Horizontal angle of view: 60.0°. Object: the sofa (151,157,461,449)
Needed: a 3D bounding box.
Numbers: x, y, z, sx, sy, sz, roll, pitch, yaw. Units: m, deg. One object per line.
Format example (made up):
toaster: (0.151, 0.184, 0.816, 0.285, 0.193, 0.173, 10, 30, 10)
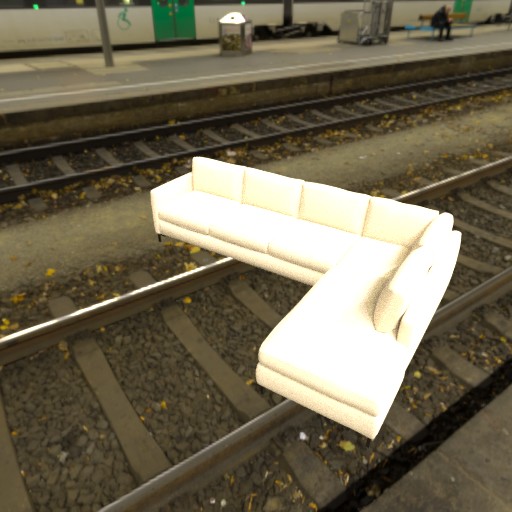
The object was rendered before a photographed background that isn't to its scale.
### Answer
sofa: (0.000, 0.000, 3.828, 2.949, 0.815, 2.007, 19, 36, 28)
